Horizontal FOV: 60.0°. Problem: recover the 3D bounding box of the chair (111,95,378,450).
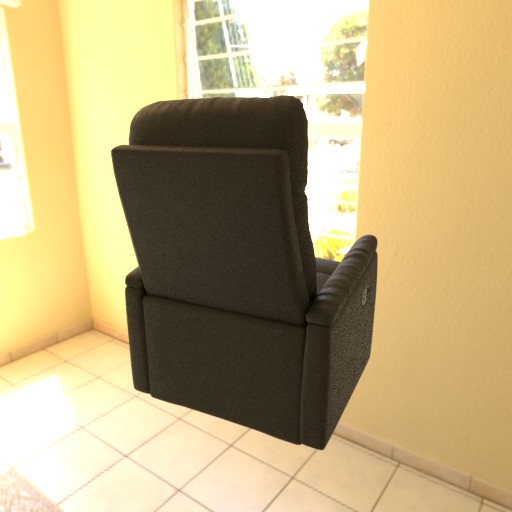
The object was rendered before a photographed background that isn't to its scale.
[{"bbox_3d":[0.000,0.000,1.640,0.775,1.082,0.831,8,18,25],"label":"chair"}]
